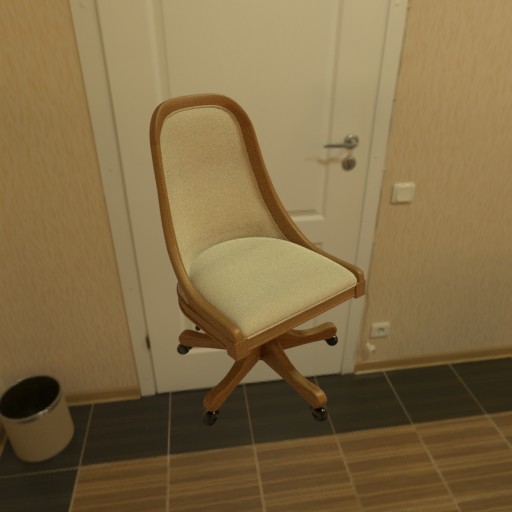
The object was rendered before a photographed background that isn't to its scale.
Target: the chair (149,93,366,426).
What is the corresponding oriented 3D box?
[{"bbox_3d":[0.000,0.000,1.609,0.702,1.009,0.811,-21,36,-32],"label":"chair"}]
